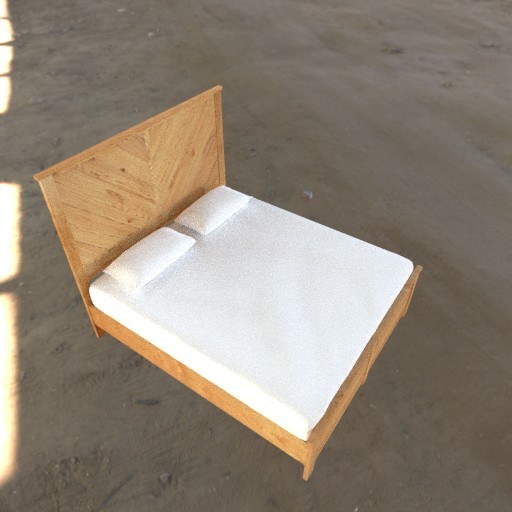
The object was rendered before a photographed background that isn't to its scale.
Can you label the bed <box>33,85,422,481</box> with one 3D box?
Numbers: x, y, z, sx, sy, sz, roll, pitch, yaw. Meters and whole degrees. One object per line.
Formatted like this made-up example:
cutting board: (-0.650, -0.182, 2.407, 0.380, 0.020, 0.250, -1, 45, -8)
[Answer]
bed: (0.000, 0.000, 4.109, 2.530, 1.938, 2.225, 25, 47, 25)
